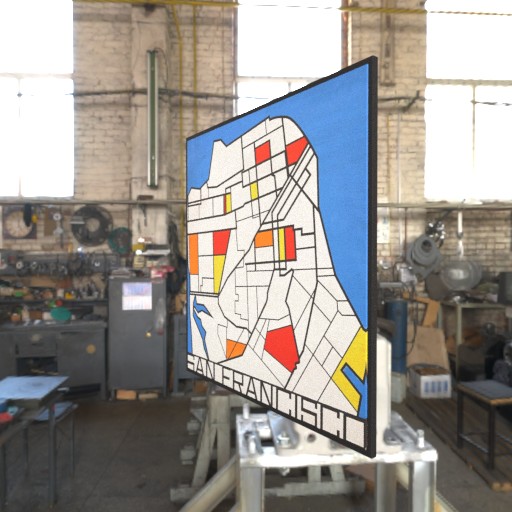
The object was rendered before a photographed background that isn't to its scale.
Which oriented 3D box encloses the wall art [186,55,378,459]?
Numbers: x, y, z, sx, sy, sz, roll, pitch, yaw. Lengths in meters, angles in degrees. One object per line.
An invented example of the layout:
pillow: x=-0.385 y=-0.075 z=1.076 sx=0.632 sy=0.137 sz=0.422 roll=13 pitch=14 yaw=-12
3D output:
wall art: x=0.000 y=0.000 z=0.999 sx=0.015 sy=0.663 sz=0.664 roll=-1 pitch=1 yaw=-36
